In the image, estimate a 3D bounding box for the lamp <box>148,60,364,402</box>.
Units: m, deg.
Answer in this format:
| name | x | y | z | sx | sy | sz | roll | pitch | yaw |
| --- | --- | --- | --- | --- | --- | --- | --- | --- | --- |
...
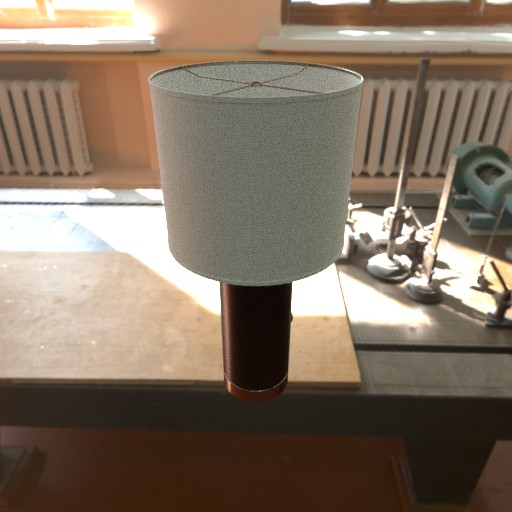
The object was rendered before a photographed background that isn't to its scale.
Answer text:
| name | x | y | z | sx | sy | sz | roll | pitch | yaw |
| --- | --- | --- | --- | --- | --- | --- | --- | --- | --- |
| lamp | 0.000 | 0.000 | 0.630 | 0.241 | 0.482 | 0.240 | 21 | 37 | 31 |
